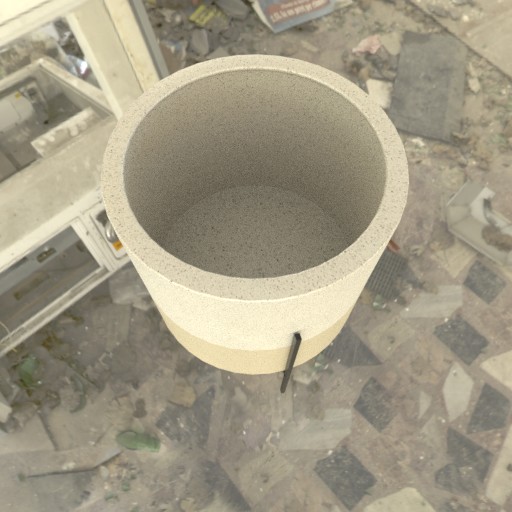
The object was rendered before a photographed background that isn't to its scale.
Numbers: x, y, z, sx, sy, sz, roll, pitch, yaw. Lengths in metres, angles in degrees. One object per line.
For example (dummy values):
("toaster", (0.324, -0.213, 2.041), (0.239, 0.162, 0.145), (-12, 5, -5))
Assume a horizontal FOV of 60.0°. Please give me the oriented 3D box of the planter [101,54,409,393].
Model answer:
("planter", (0.000, 0.000, 0.727), (0.359, 0.484, 0.368), (-15, 64, -7))
